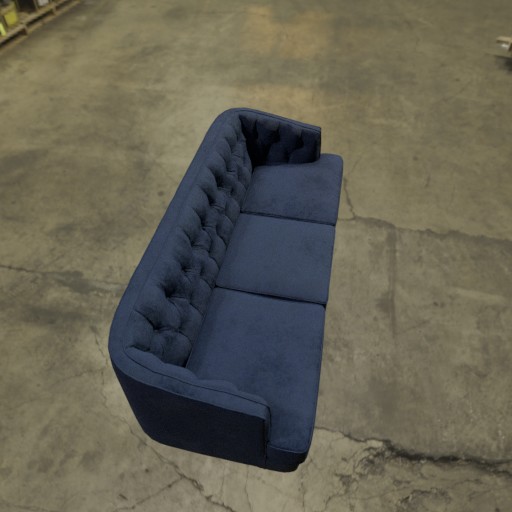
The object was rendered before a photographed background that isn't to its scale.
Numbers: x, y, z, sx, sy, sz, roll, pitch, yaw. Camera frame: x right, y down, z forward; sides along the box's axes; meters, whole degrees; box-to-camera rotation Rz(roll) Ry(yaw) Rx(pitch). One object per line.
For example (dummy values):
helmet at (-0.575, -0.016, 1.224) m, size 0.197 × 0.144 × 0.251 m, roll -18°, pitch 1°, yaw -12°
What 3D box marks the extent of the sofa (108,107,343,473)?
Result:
sofa at (0.000, 0.000, 2.723) m, size 0.941 × 0.855 × 2.278 m, roll 8°, pitch 47°, yaw 8°
